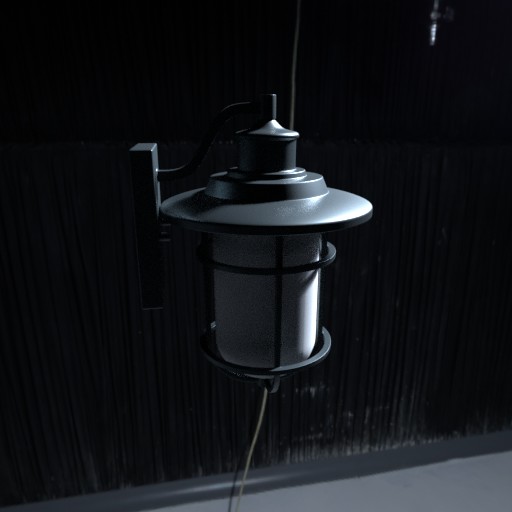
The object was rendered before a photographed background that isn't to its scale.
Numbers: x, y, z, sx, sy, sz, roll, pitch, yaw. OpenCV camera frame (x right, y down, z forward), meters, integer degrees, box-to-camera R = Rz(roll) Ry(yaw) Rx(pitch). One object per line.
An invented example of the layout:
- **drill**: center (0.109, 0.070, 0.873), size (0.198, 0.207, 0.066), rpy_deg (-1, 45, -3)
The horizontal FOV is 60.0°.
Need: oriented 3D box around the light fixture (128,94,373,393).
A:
- **light fixture**: center (0.000, 0.000, 0.504), size (0.252, 0.345, 0.222), rpy_deg (-3, 18, -10)
